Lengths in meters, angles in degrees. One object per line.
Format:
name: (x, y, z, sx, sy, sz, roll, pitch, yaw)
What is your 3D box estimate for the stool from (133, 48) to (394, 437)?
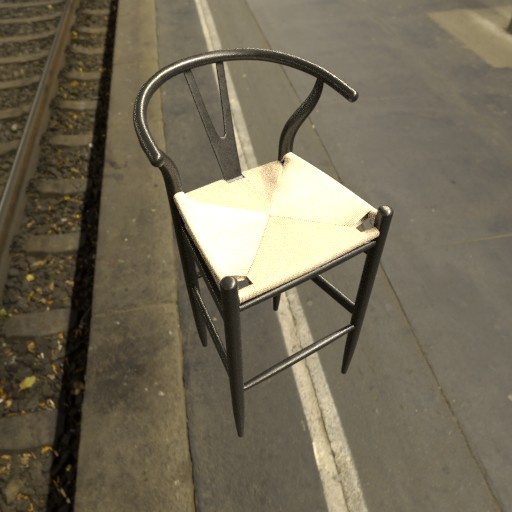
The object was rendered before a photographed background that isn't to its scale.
stool: (0.000, 0.000, 1.407, 0.569, 1.072, 0.579, -24, 51, -21)
